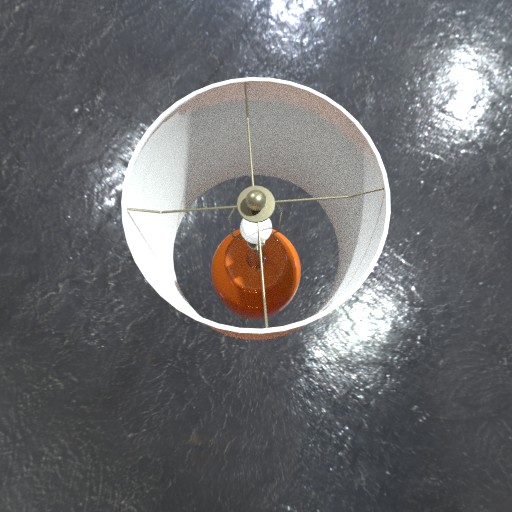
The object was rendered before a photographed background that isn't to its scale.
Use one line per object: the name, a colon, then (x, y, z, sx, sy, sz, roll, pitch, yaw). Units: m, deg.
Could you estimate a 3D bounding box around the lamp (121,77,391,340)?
lamp: (0.000, 0.000, 1.113, 0.418, 0.871, 0.418, 33, 80, 7)
